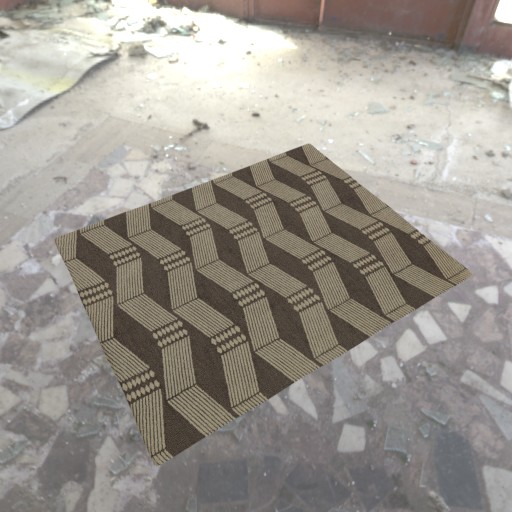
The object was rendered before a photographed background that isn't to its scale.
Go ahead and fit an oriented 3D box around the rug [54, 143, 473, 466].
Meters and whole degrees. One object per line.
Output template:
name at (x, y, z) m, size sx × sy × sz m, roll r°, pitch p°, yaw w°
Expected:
rug at (0.000, 0.000, 4.086) m, size 3.048 × 0.016 × 2.438 m, roll -25°, pitch 52°, yaw -21°
